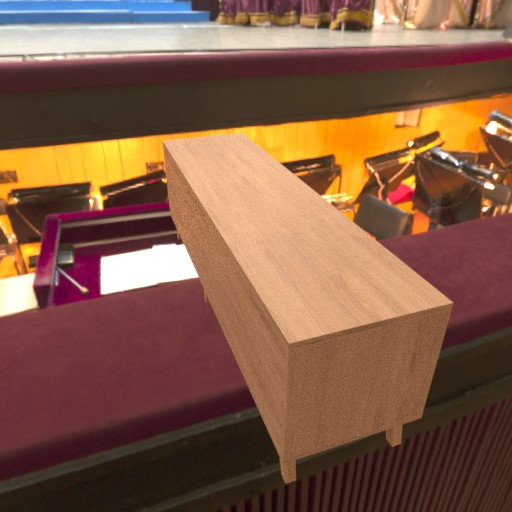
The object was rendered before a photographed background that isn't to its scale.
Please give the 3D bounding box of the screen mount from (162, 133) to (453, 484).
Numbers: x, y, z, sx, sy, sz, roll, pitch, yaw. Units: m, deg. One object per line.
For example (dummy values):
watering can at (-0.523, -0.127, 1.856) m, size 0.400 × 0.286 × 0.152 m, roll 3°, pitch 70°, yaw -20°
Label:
screen mount at (0.000, 0.000, 1.669) m, size 0.400 × 0.510 × 1.500 m, roll -10°, pitch 32°, yaw -17°
